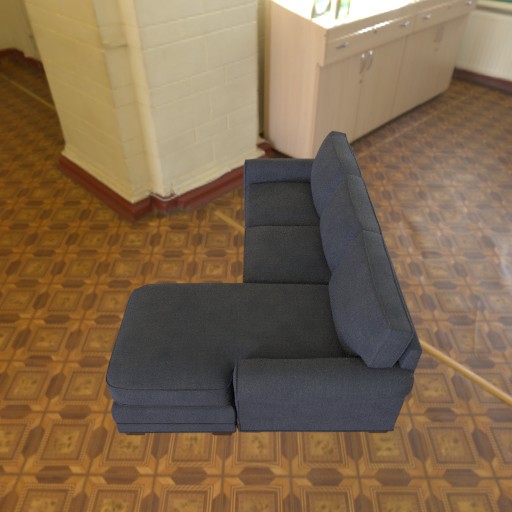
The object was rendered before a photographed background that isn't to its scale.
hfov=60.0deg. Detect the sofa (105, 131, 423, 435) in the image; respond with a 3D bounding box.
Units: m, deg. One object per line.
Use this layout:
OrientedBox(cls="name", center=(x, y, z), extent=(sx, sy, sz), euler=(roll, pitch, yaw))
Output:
OrientedBox(cls="sofa", center=(0.000, 0.000, 3.446), extent=(1.780, 1.063, 2.567), euler=(0, 41, 0))
